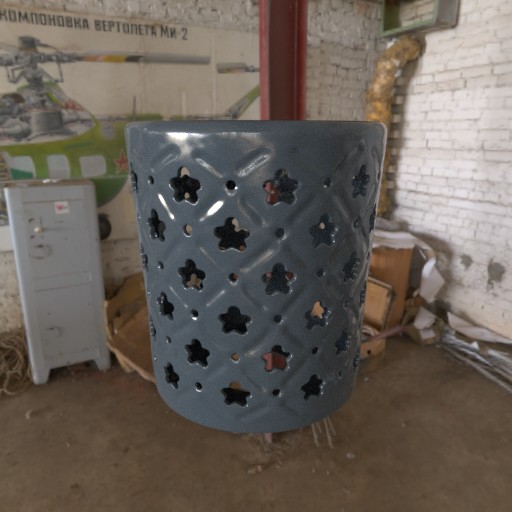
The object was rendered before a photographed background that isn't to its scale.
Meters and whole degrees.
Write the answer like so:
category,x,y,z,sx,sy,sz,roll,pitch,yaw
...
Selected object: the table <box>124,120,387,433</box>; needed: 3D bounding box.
category,x,y,z,sx,sy,sz,roll,pitch,yaw
table,0.000,0.000,0.662,0.352,0.387,0.352,0,16,0
